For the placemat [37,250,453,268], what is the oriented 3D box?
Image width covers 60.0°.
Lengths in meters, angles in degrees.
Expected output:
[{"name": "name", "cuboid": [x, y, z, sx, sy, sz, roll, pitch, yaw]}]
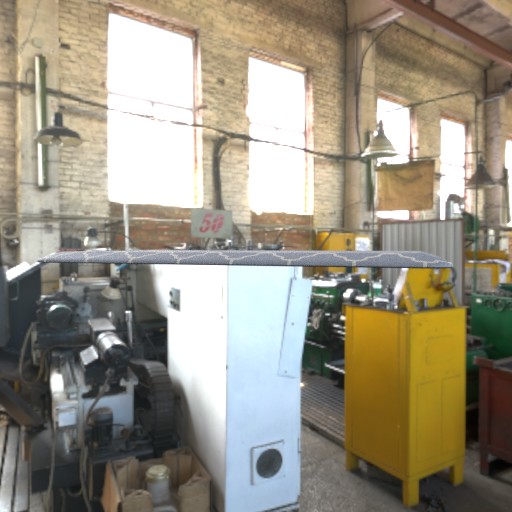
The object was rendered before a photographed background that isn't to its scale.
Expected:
[{"name": "placemat", "cuboid": [0.000, 0.000, 0.970, 0.762, 0.021, 0.508, 0, 1, 20]}]
